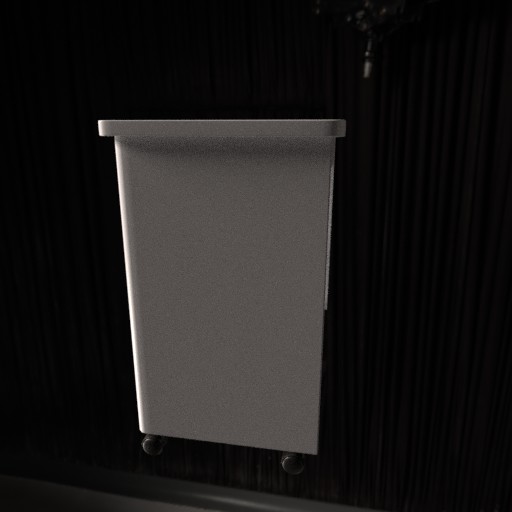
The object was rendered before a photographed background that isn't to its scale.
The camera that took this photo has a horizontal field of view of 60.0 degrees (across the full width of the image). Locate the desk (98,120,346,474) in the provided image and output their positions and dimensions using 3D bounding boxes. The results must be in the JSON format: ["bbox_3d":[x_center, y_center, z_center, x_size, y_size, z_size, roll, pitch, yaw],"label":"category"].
[{"bbox_3d":[0.000,0.000,1.318,0.475,0.763,0.877,3,17,10],"label":"desk"}]
